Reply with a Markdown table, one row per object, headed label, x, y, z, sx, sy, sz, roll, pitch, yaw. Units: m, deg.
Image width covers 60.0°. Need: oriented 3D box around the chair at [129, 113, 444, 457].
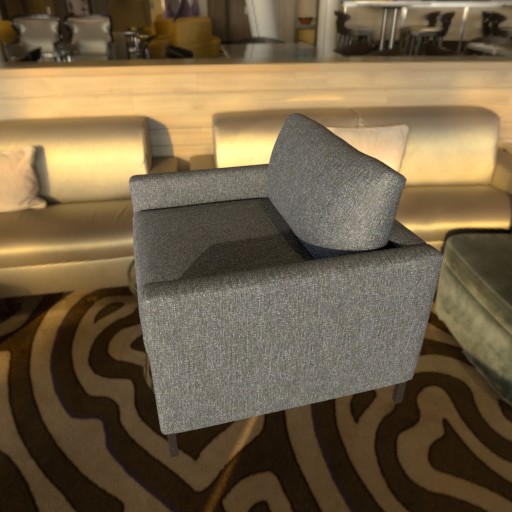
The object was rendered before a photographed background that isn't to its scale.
| label | x | y | z | sx | sy | sz | roll | pitch | yaw |
| --- | --- | --- | --- | --- | --- | --- | --- | --- | --- |
| chair | 0.000 | 0.000 | 1.637 | 0.866 | 0.861 | 0.963 | -8 | 30 | -14 |
